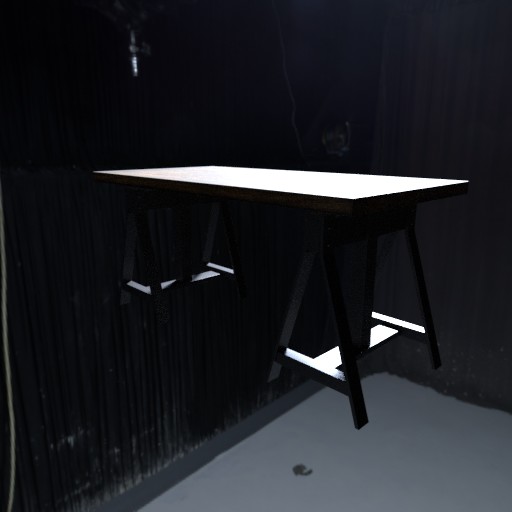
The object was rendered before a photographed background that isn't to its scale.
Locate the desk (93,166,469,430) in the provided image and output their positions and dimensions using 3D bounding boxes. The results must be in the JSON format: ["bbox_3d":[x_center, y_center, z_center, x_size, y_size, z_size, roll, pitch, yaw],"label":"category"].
[{"bbox_3d":[0.000,0.000,2.028,0.784,0.725,1.543,-14,20,-42],"label":"desk"}]
